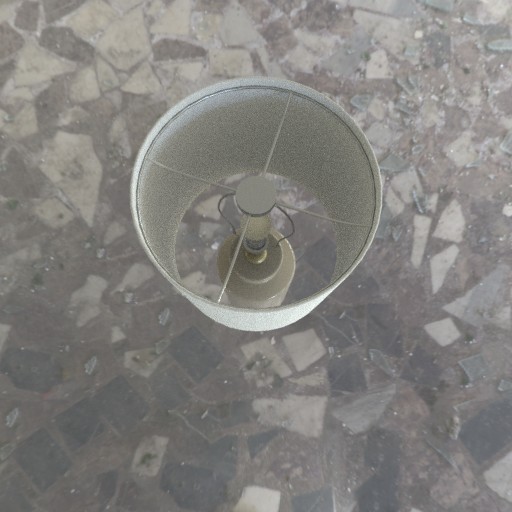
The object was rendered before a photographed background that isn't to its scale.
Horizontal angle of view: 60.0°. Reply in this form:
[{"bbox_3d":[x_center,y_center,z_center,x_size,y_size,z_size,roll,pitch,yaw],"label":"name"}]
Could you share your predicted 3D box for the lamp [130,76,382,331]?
[{"bbox_3d":[0.000,0.000,0.610,0.212,0.493,0.212,18,77,4],"label":"lamp"}]
